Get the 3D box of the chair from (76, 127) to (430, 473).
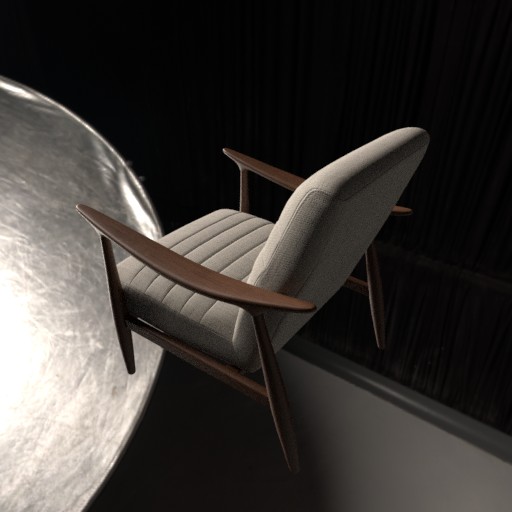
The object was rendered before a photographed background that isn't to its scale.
[{"bbox_3d":[0.000,0.000,1.405,0.798,0.832,0.741,21,36,30],"label":"chair"}]
